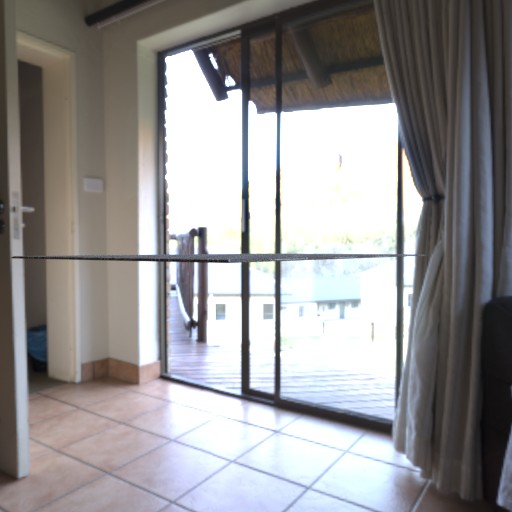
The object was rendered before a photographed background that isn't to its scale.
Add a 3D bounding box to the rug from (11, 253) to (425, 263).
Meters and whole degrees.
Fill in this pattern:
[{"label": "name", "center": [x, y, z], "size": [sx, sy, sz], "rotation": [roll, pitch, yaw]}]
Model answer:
[{"label": "rug", "center": [0.000, 0.000, 2.971], "size": [1.541, 0.012, 2.457], "rotation": [1, 1, 36]}]
